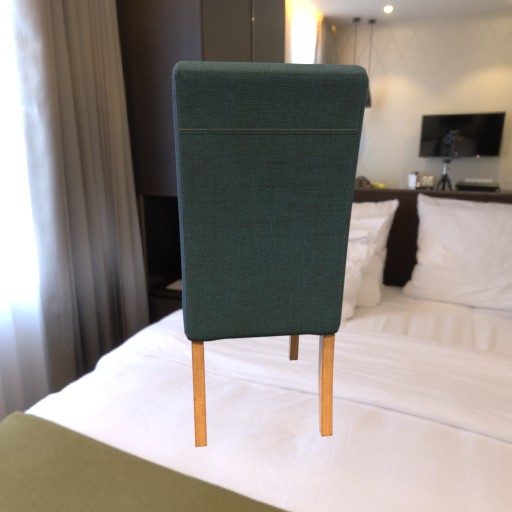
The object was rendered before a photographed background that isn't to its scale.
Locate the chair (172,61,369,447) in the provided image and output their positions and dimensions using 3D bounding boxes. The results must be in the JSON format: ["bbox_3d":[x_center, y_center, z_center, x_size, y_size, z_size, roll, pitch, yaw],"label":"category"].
[{"bbox_3d":[0.000,0.000,1.378,0.450,1.029,0.610,-2,15,-7],"label":"chair"}]
